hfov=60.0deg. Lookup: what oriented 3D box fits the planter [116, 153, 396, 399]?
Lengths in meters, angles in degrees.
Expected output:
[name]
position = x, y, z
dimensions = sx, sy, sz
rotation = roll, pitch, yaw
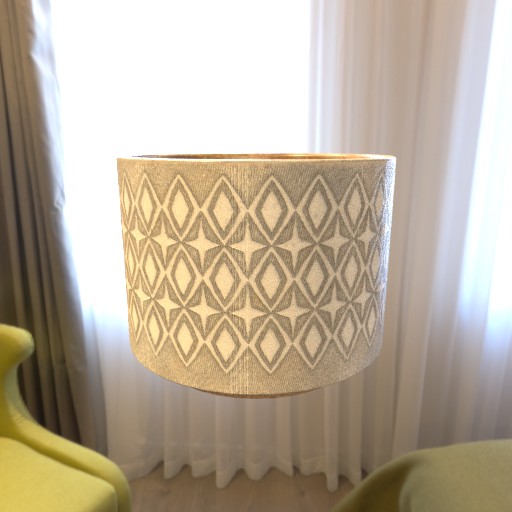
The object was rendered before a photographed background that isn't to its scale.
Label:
[planter]
position = 0.000, 0.000, 0.325
dimensions = 0.186, 0.144, 0.186
rotation = 0, 14, 0
